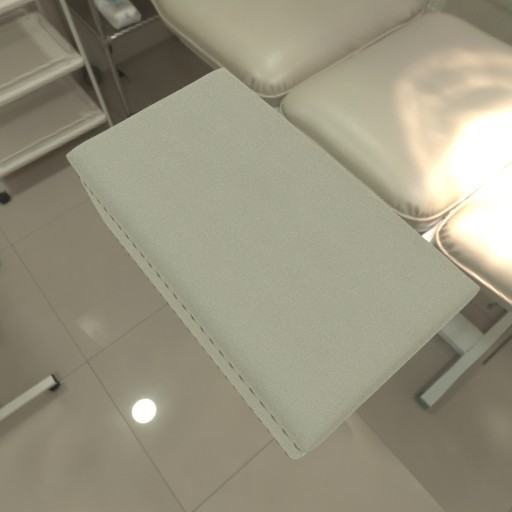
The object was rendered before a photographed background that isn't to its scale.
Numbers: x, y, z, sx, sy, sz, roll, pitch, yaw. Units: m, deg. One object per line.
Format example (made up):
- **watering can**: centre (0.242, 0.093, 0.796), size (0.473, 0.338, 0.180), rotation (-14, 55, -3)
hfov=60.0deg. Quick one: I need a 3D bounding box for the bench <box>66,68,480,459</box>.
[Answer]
- **bench**: centre (0.000, 0.000, 1.184), size (0.500, 0.449, 0.887), rotation (-36, 68, -17)
